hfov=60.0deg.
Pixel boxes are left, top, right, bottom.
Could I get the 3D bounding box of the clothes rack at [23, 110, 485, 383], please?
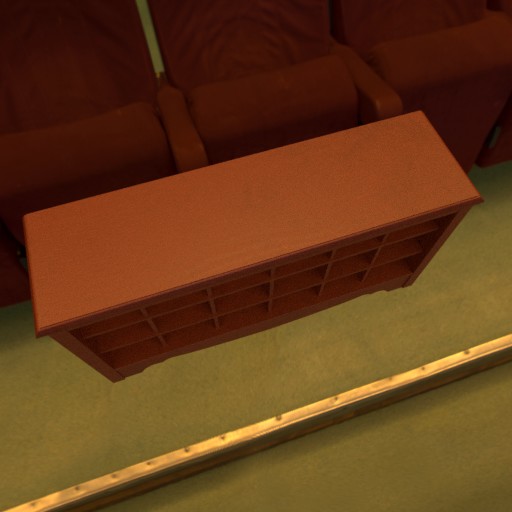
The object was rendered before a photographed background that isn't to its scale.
[{"bbox_3d":[0.000,0.000,1.497,1.251,0.594,0.362,-17,64,-9],"label":"clothes rack"}]
